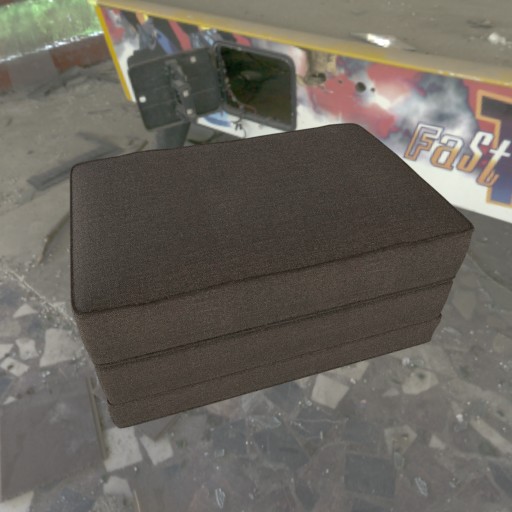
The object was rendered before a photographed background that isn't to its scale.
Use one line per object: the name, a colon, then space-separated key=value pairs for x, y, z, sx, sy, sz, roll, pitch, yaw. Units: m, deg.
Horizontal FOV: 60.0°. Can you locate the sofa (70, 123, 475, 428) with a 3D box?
sofa: x=0.000 y=0.000 z=1.188 sx=0.854 sy=0.457 sz=0.578 roll=-12 pitch=42 yaw=-13
